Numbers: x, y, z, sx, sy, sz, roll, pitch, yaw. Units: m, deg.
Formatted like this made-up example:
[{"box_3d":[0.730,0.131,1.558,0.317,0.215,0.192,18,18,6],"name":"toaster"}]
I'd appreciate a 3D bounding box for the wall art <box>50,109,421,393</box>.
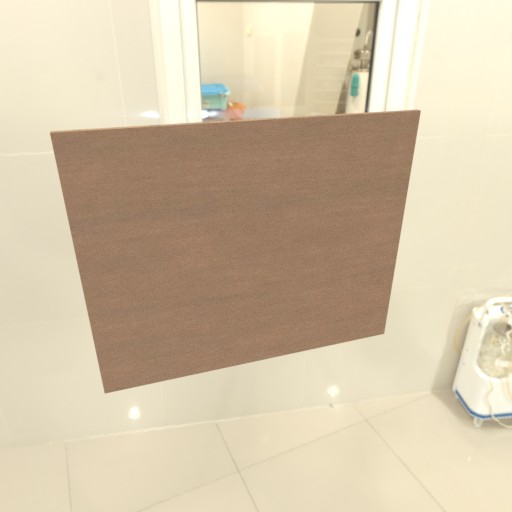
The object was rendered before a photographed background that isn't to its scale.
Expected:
[{"box_3d":[0.000,0.000,0.683,0.508,0.408,0.010,-8,29,-16],"name":"wall art"}]
